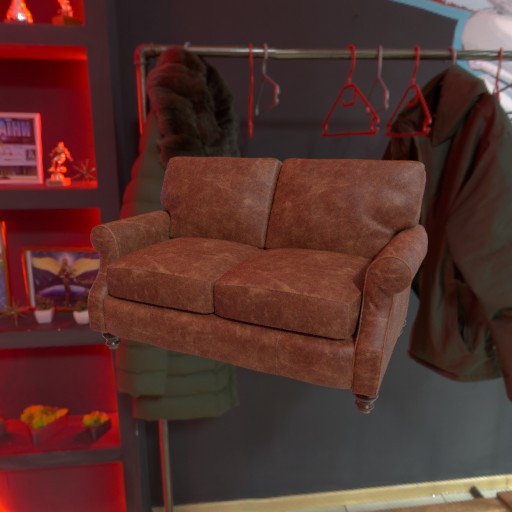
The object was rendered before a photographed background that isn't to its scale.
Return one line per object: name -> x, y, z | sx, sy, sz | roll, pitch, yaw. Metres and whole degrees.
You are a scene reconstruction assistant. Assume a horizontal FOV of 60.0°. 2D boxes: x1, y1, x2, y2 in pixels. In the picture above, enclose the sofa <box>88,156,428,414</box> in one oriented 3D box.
sofa -> 0.000, 0.000, 2.286 | 1.616, 0.967, 0.990 | 7, 16, 25
